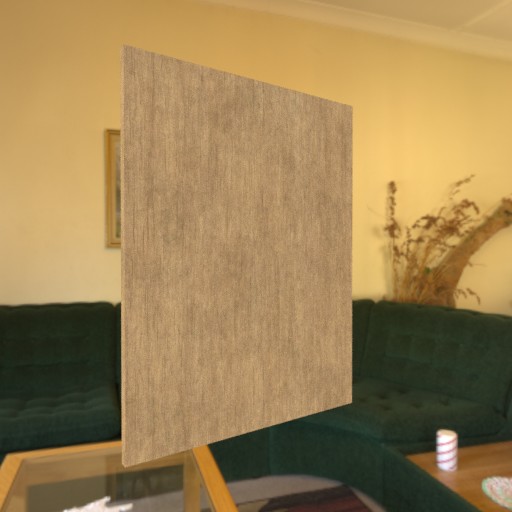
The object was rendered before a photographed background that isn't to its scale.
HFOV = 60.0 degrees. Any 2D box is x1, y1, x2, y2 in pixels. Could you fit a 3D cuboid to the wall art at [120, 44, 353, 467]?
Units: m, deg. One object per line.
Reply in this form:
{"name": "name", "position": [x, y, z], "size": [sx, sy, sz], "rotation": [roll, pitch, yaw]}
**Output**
{"name": "wall art", "position": [0.000, 0.000, 0.879], "size": [0.534, 0.686, 0.018], "rotation": [-1, 1, -35]}
